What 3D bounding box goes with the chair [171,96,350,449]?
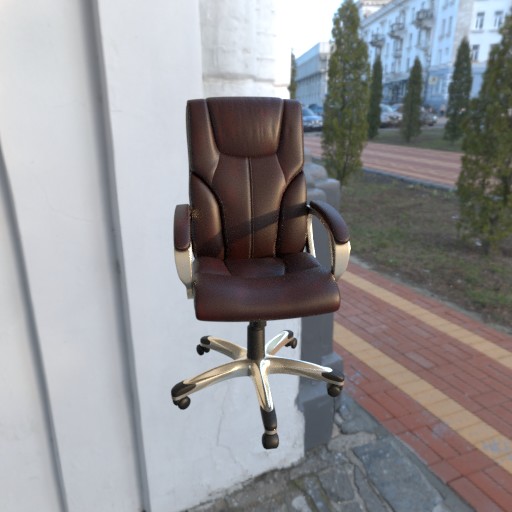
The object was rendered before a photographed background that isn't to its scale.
[{"bbox_3d":[0.000,0.000,1.617,0.662,1.107,0.739,-3,19,-8],"label":"chair"}]
